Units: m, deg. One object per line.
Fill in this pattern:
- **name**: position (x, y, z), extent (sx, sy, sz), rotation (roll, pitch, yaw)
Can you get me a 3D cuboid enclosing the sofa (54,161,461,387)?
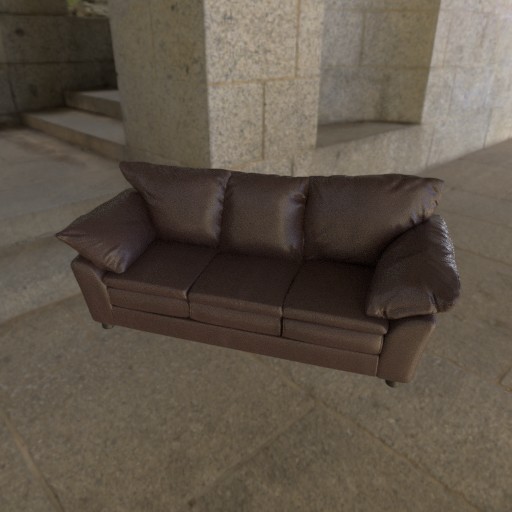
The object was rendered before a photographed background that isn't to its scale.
- **sofa**: position (0.000, 0.000, 2.899), extent (2.390, 1.091, 0.907), rotation (8, 27, 15)
